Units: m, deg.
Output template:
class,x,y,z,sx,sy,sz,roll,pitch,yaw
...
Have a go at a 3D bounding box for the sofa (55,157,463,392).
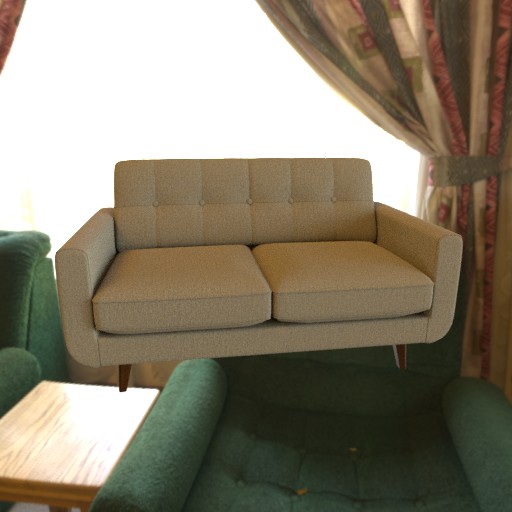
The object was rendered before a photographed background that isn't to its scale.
class,x,y,z,sx,sy,sz,roll,pitch,yaw
sofa,0.000,0.000,2.218,1.651,0.925,0.952,-2,16,-8
